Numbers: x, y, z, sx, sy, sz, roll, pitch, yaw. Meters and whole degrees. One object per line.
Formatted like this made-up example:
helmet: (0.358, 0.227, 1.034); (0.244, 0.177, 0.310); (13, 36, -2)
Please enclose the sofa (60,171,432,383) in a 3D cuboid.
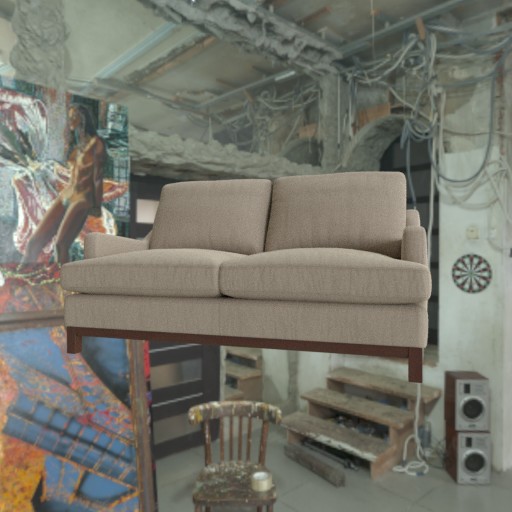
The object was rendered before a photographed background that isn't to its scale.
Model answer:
sofa: (0.000, 0.000, 2.263); (1.619, 0.910, 1.004); (0, 0, 18)
